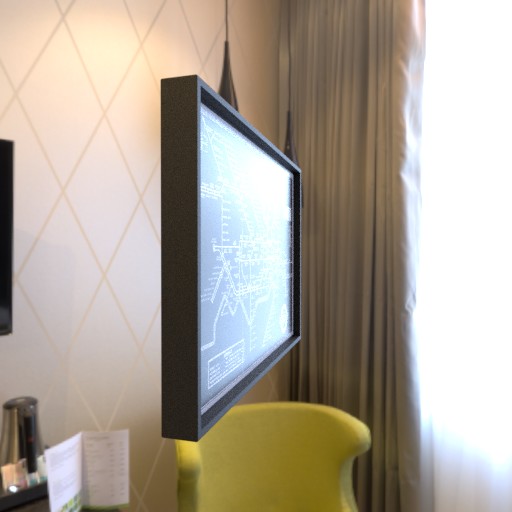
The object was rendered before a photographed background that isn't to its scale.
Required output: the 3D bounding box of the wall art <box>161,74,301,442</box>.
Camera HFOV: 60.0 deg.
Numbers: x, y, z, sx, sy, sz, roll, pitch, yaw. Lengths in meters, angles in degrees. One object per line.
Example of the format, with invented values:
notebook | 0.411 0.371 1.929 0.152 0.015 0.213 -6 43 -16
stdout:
wall art | 0.000 0.000 0.877 0.051 0.456 0.671 0 1 17
